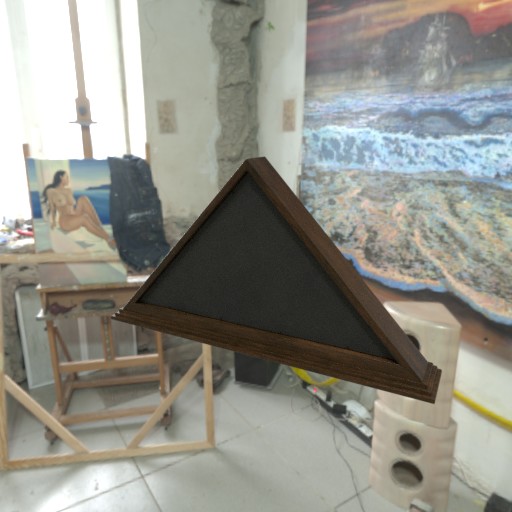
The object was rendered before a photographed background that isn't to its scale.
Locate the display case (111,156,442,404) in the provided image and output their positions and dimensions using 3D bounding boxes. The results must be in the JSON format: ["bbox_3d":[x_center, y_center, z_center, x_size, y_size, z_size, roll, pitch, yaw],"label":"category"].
[{"bbox_3d":[0.000,0.000,0.783,0.640,0.340,0.095,8,18,26],"label":"display case"}]
